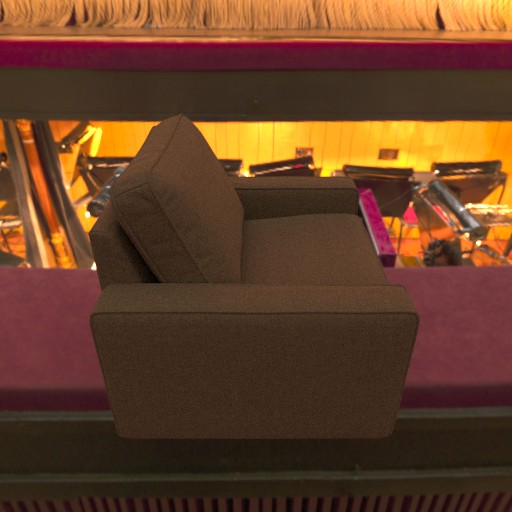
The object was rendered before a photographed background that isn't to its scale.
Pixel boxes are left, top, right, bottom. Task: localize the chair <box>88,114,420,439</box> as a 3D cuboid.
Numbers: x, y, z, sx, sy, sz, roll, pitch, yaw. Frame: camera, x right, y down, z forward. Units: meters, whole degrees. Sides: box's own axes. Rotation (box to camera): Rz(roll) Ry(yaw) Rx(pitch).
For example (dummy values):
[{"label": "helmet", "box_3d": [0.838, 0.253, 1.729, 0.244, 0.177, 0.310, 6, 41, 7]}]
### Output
[{"label": "chair", "box_3d": [0.000, 0.000, 1.689, 0.940, 0.919, 1.017, 0, 32, 0]}]
